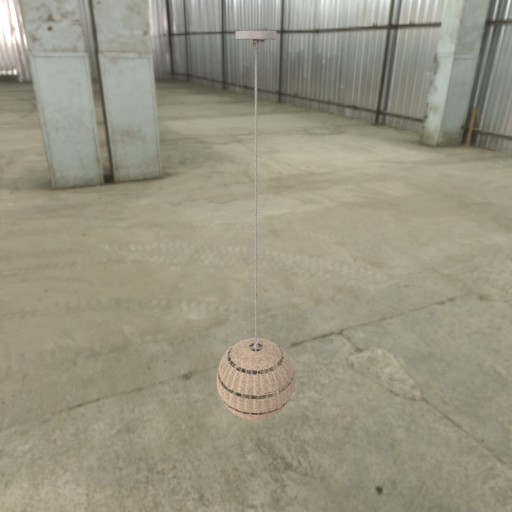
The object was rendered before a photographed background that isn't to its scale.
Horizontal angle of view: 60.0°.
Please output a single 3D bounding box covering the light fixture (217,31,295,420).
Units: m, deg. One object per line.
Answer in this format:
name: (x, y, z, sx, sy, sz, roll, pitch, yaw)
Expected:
light fixture: (0.000, 0.000, 2.233, 0.457, 2.019, 0.457, 1, 25, 2)
